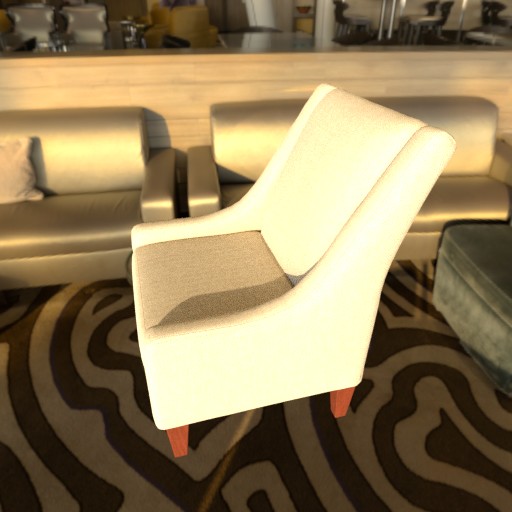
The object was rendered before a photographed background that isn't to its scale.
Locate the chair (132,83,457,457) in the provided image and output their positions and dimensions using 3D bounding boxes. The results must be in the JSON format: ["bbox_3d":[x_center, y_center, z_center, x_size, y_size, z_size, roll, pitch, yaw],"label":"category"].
[{"bbox_3d":[0.000,0.000,1.572,0.870,1.014,0.774,-8,32,-14],"label":"chair"}]
